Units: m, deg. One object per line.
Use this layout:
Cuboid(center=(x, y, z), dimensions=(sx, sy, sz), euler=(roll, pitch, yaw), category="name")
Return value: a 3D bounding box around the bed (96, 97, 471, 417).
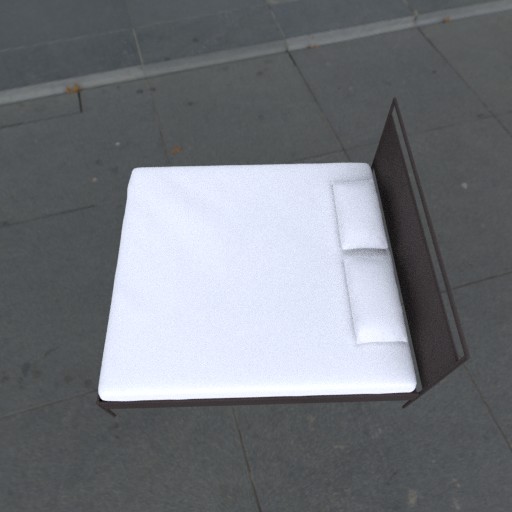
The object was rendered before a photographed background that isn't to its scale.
Cuboid(center=(0.000, 0.000, 3.268), dimensions=(2.151, 1.173, 1.993), euler=(-1, 59, -1), category="bed")
